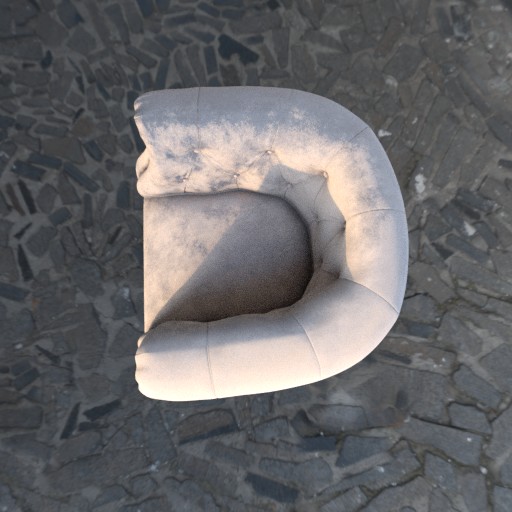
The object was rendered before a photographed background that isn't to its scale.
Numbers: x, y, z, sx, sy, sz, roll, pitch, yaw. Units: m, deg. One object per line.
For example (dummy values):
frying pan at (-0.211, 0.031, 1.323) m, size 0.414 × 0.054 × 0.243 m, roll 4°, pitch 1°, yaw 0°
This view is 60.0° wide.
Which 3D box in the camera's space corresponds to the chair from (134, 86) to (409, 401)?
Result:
chair at (0.000, 0.000, 1.566) m, size 0.851 × 0.826 × 0.904 m, roll -4°, pitch 76°, yaw -1°
